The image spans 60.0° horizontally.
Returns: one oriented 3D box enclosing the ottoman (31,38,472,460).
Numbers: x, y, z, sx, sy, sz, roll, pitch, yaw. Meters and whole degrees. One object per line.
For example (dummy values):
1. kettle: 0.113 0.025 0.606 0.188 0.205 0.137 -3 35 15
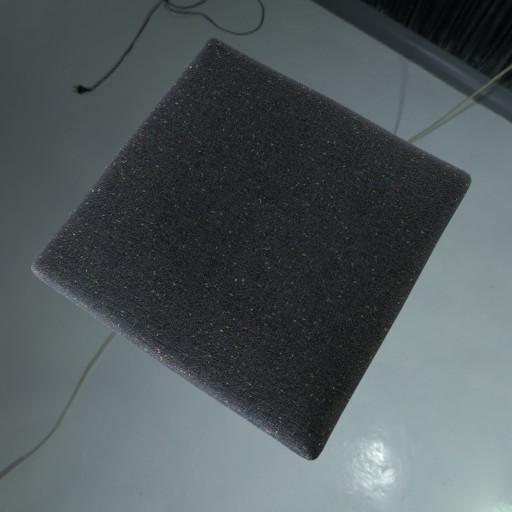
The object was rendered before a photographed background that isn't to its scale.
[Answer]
1. ottoman: 0.000 0.000 0.862 0.508 0.432 0.508 32 77 8
